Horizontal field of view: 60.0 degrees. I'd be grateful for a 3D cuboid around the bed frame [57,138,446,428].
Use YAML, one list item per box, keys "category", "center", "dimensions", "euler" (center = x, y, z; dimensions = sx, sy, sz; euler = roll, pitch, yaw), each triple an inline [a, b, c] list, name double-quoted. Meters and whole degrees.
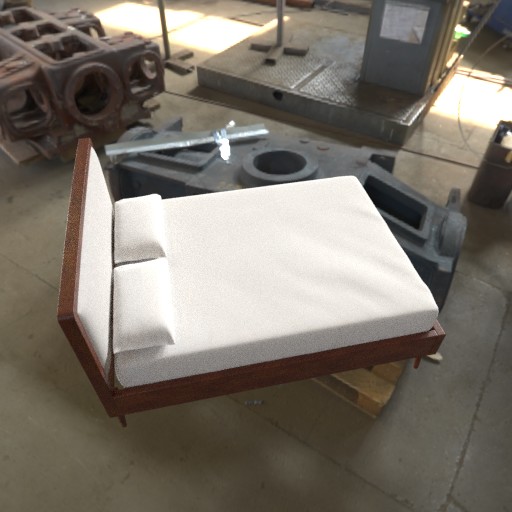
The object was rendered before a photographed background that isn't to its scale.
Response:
- category: "bed frame"
  center: [0.000, 0.000, 3.130]
  dimensions: [2.171, 1.279, 1.587]
  euler: [-9, 46, -8]
